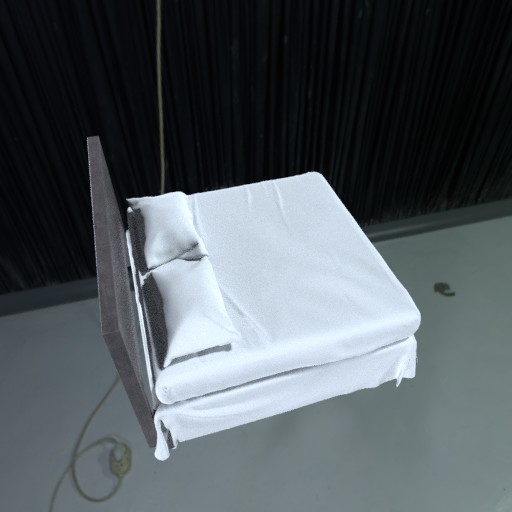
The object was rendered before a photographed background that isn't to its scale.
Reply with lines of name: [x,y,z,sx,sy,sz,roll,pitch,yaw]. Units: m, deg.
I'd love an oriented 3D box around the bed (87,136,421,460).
bed: [0.000,0.000,2.904,1.785,1.142,1.772,-12,46,-12]
